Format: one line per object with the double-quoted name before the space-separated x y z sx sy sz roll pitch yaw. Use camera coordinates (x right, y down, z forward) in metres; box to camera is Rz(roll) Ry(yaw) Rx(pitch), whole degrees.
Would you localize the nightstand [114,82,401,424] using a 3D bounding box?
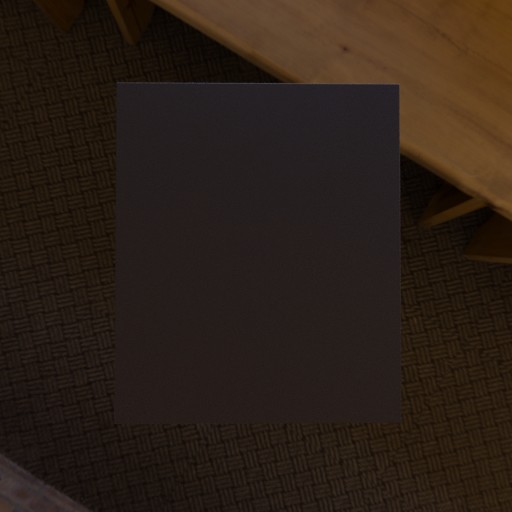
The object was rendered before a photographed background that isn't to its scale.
"nightstand" 0.000 0.000 0.934 0.402 0.623 0.479 0 89 -1
